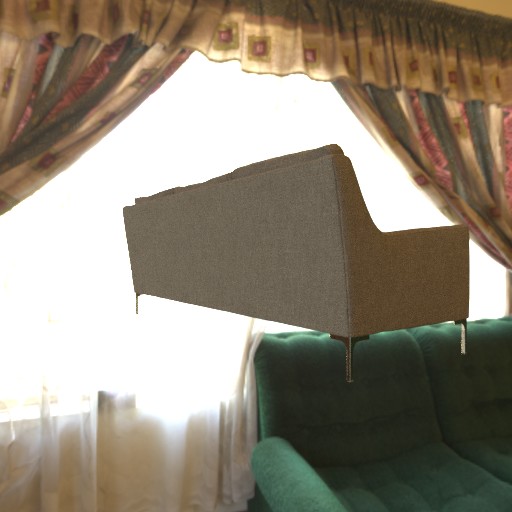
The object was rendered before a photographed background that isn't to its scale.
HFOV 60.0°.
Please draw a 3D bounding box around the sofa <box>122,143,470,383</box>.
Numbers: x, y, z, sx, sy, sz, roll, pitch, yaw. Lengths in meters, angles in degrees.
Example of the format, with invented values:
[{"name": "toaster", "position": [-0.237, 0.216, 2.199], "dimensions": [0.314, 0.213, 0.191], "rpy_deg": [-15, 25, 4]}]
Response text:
[{"name": "sofa", "position": [0.000, 0.000, 2.495], "dimensions": [0.849, 0.837, 2.060], "rpy_deg": [0, 1, -36]}]
